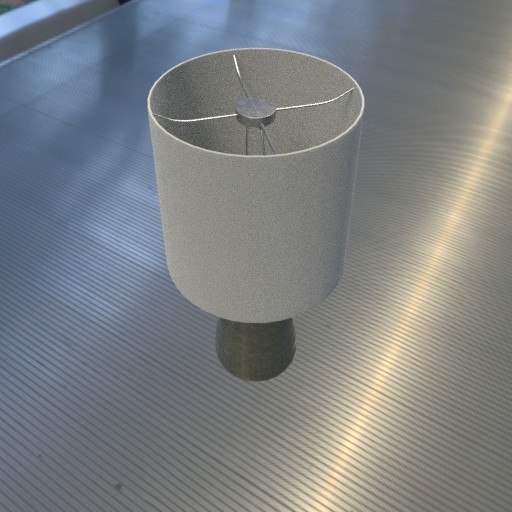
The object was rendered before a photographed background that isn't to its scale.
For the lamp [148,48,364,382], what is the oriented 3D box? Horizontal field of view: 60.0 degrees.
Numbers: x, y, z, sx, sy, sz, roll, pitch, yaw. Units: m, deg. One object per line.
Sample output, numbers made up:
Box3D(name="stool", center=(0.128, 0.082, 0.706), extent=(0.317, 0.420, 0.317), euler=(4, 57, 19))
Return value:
Box3D(name="lamp", center=(0.000, 0.000, 0.475), extent=(0.186, 0.369, 0.186), euler=(0, 48, 0))
